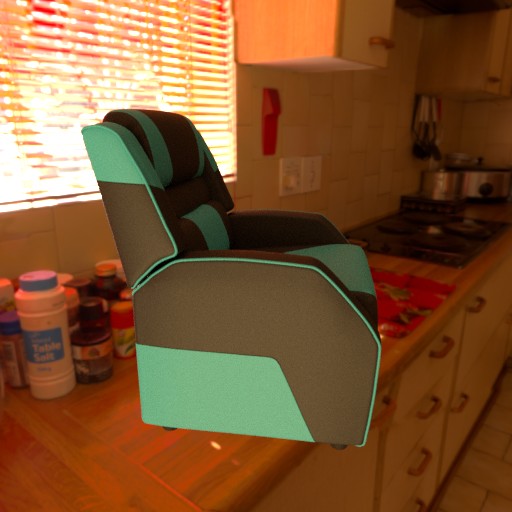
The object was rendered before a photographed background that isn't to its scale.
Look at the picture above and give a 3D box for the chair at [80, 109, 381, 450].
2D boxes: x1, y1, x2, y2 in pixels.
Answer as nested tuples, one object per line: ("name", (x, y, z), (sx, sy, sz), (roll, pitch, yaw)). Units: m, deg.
("chair", (0.000, 0.000, 1.280), (0.672, 0.805, 0.620), (3, 17, 9))
